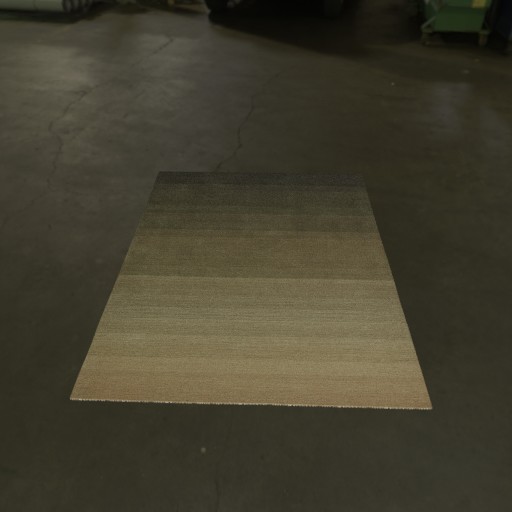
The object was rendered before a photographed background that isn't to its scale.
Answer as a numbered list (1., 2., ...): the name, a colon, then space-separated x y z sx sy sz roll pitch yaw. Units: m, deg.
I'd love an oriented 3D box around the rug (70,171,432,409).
1. rug: 0.000 0.000 3.935 2.315 0.015 2.932 1 40 1
